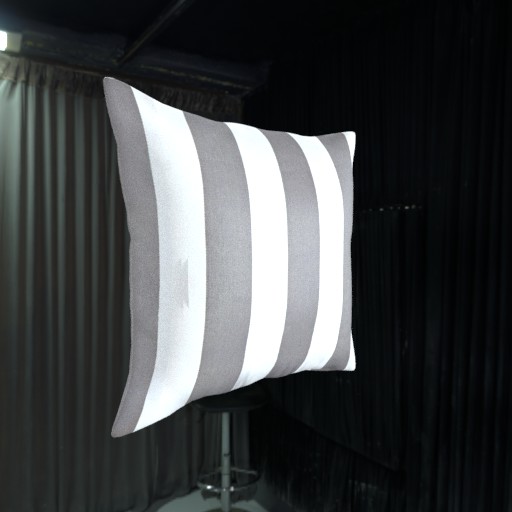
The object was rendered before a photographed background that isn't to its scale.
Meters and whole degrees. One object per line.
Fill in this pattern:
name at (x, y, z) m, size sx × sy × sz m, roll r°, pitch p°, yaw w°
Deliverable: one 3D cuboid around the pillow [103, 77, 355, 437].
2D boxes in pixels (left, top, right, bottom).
pillow at (0.000, 0.000, 0.775) m, size 0.522 × 0.507 × 0.192 m, roll -2°, pitch 3°, yaw -37°
